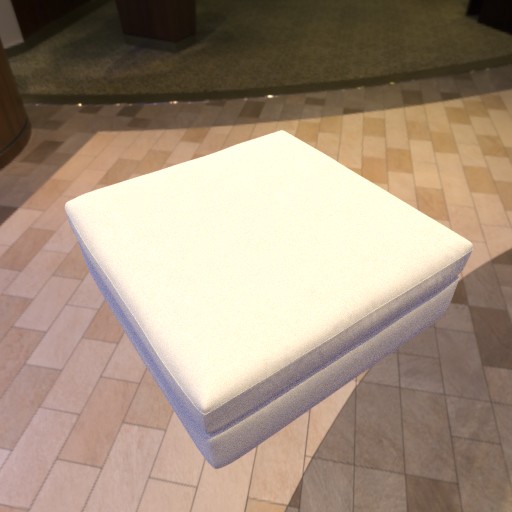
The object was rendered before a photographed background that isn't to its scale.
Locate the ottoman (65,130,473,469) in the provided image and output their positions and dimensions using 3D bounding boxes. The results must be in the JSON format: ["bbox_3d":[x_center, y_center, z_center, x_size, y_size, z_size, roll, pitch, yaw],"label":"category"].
[{"bbox_3d":[0.000,0.000,1.805,1.163,0.482,1.167,-25,47,-26],"label":"ottoman"}]
